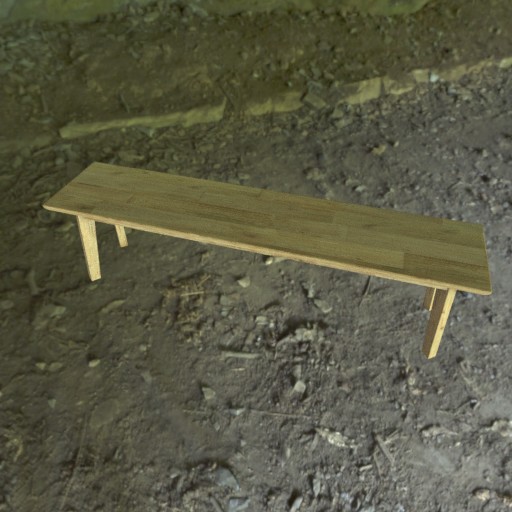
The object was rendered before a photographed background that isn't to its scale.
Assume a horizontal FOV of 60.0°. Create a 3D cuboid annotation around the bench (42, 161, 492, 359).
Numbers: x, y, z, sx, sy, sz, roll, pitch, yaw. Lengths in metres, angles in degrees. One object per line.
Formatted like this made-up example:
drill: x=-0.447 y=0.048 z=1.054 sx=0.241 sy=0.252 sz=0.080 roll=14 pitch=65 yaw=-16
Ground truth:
bench: x=0.000 y=0.000 z=1.884 sx=1.698 sy=0.431 sz=0.378 roll=11 pitch=42 yaw=13
